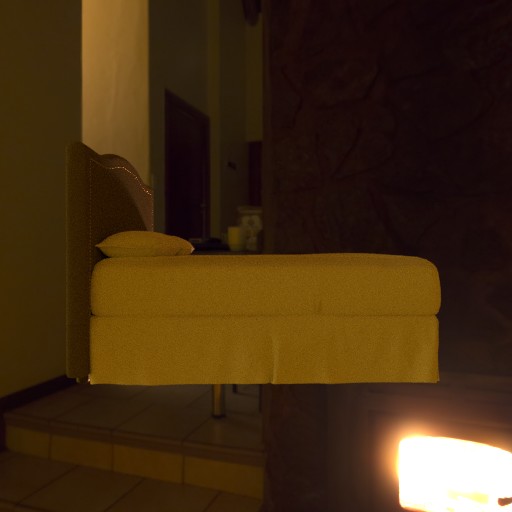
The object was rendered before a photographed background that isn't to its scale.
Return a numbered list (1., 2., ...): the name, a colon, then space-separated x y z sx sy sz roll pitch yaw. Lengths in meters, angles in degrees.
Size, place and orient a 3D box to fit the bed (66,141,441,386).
1. bed: 0.000 0.000 3.158 2.036 1.387 1.666 0 0 -1
